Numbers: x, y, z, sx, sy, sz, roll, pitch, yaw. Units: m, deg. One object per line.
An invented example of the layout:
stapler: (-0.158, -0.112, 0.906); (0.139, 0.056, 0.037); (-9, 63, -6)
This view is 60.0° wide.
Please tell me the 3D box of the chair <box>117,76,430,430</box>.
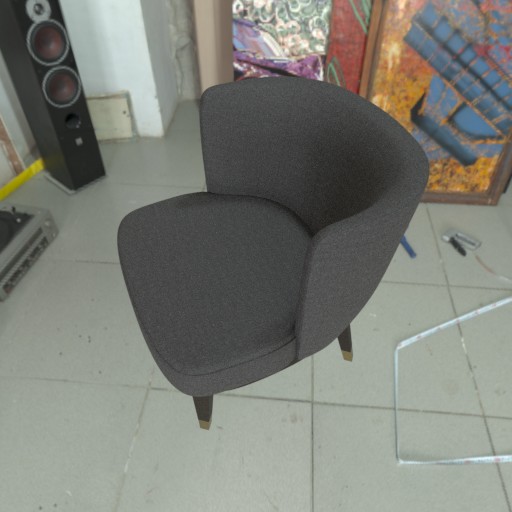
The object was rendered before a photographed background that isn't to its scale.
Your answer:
chair: (0.000, 0.000, 1.213); (0.698, 0.695, 0.639); (-18, 49, -17)
